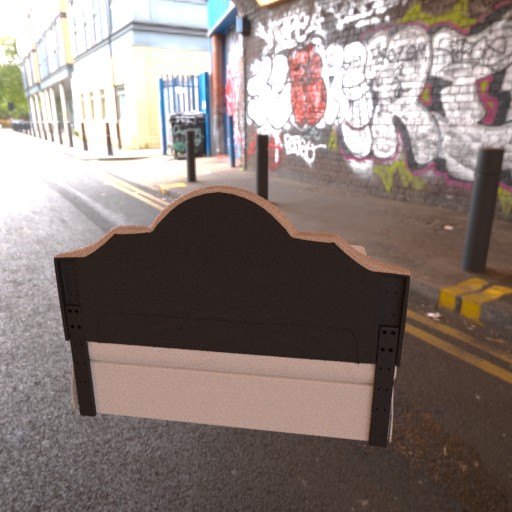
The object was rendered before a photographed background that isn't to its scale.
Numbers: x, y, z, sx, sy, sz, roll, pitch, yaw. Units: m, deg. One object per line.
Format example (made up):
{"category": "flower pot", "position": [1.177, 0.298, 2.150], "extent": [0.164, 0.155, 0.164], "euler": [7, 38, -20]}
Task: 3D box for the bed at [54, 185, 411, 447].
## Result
{"category": "bed", "position": [0.000, 0.000, 2.901], "extent": [1.667, 1.194, 1.970], "euler": [3, 17, 8]}
